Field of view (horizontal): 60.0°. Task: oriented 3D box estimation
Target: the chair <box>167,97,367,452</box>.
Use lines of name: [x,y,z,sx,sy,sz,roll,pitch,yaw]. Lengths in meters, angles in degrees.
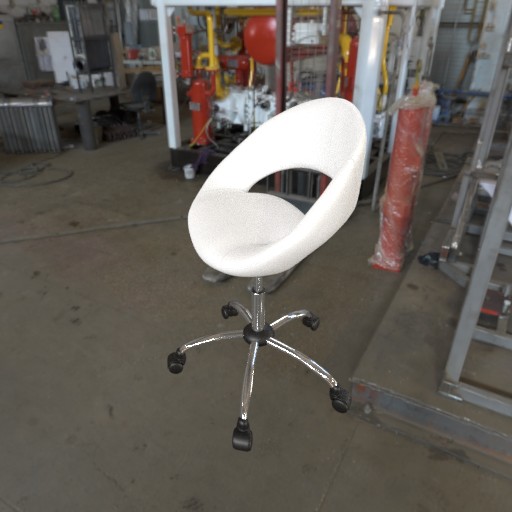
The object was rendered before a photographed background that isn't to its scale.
chair: [0.000,0.000,1.202,0.538,0.791,0.612,-8,30,-14]
